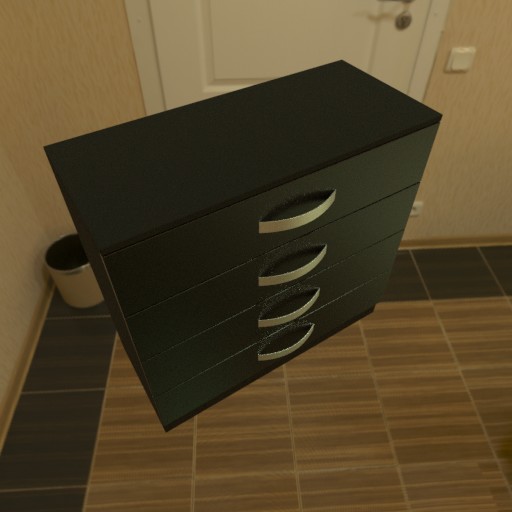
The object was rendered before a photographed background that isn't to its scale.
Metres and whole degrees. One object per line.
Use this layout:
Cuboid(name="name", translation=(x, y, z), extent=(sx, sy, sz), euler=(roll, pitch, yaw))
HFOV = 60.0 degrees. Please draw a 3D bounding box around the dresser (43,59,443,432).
Cuboid(name="dresser", translation=(0.000, 0.000, 1.153), extent=(0.750, 0.720, 0.360), euler=(-25, 51, -22))
